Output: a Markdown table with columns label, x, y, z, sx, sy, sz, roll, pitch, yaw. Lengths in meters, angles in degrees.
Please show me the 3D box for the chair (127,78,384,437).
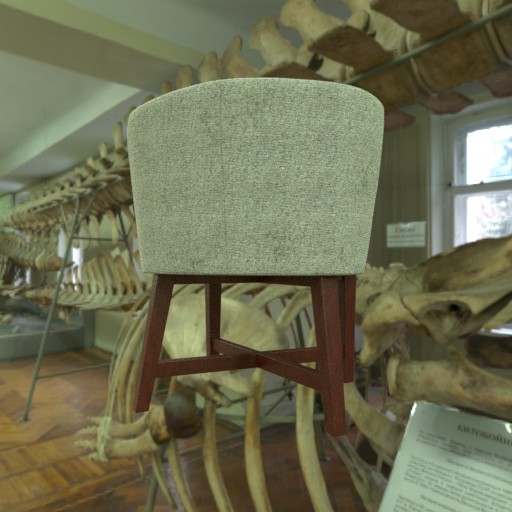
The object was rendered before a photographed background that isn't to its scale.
| label | x | y | z | sx | sy | sz | roll | pitch | yaw |
| --- | --- | --- | --- | --- | --- | --- | --- | --- | --- |
| chair | 0.000 | 0.000 | 1.299 | 0.728 | 0.827 | 0.575 | 0 | 0 | 18 |
